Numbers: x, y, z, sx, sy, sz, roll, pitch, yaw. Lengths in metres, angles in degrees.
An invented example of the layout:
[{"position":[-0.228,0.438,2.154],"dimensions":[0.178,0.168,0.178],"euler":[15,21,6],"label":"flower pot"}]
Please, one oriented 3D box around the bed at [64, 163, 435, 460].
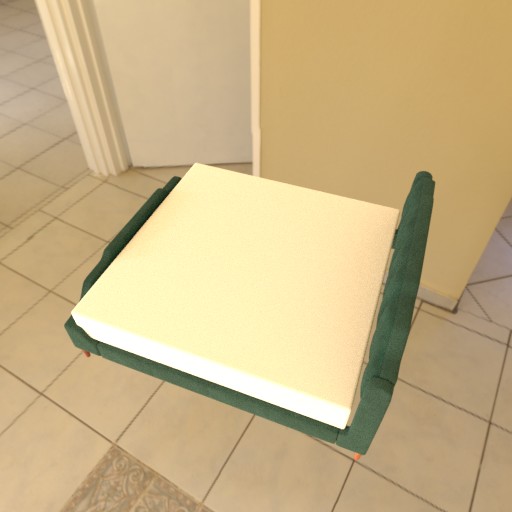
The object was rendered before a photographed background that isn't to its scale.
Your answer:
[{"position":[0.000,0.000,3.541],"dimensions":[2.340,1.245,2.074],"euler":[16,48,14],"label":"bed"}]
